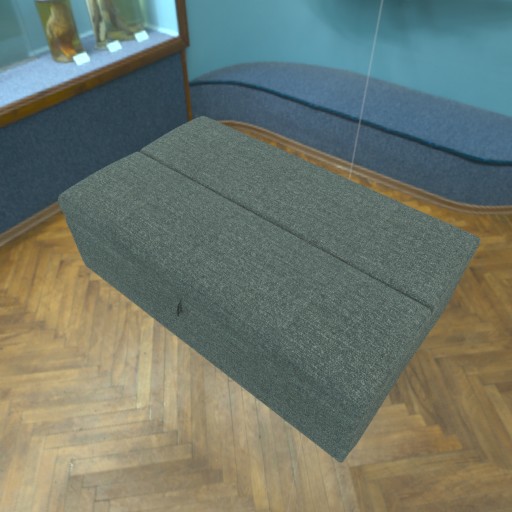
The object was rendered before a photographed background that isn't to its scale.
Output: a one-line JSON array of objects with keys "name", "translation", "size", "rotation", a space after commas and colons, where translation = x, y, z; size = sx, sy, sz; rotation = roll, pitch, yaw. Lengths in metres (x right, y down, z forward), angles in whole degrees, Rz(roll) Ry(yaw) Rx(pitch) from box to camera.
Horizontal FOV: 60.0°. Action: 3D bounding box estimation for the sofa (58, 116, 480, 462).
[{"name": "sofa", "translation": [0.000, 0.000, 1.574], "size": [1.198, 0.417, 0.782], "rotation": [31, 53, 26]}]
